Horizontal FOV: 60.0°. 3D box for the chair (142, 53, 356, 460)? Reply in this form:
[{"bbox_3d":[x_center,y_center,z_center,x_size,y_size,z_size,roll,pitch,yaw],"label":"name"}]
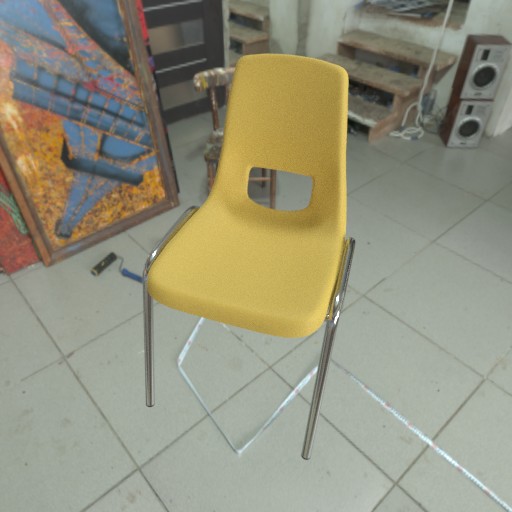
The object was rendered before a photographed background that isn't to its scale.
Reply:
[{"bbox_3d":[0.000,0.000,0.893,0.381,0.653,0.436,13,43,14],"label":"chair"}]
